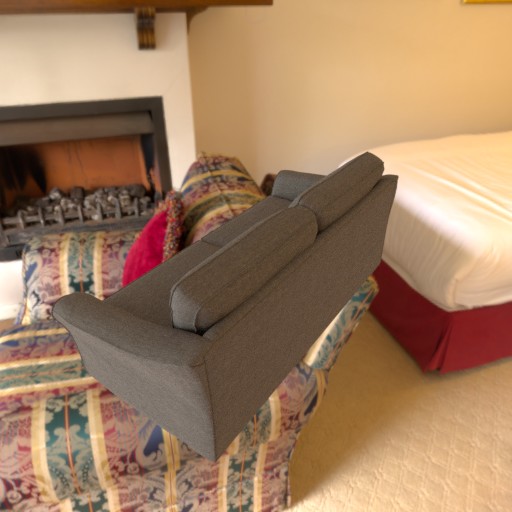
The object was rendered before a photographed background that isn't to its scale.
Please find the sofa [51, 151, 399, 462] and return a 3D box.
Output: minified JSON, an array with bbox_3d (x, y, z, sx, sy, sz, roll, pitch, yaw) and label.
[{"bbox_3d":[0.000,0.000,2.768,0.971,0.950,2.270,20,38,29],"label":"sofa"}]
